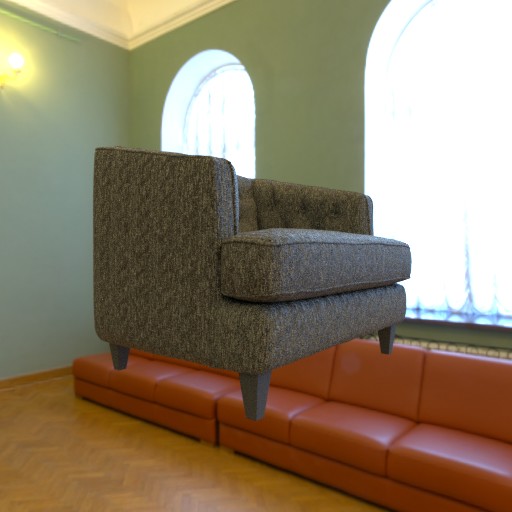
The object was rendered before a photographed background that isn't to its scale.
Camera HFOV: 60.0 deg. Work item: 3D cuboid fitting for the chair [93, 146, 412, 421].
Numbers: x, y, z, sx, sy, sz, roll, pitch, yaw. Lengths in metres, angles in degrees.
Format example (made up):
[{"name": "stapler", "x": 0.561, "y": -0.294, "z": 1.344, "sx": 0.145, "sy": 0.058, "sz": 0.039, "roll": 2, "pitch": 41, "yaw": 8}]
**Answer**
[{"name": "chair", "x": 0.000, "y": 0.000, "z": 1.764, "sx": 0.941, "sy": 0.852, "sz": 1.104, "roll": 0, "pitch": 1, "yaw": 37}]
